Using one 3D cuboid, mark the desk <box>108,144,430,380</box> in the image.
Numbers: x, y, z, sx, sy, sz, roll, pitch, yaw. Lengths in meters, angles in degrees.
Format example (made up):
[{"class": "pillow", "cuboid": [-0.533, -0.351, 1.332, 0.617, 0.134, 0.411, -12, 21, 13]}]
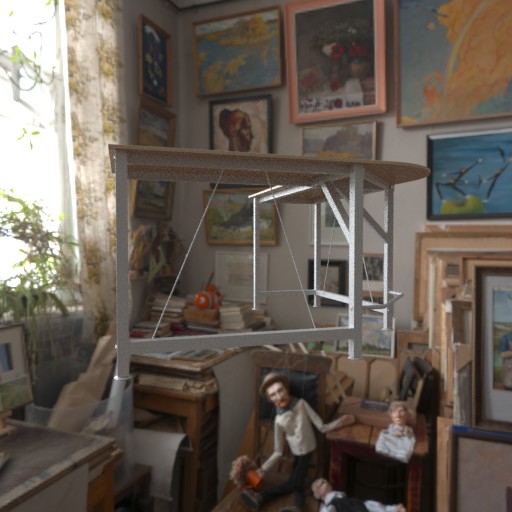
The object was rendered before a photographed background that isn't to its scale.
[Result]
[{"class": "desk", "cuboid": [0.000, 0.000, 2.282, 1.400, 0.762, 1.400, -1, 2, -17]}]
